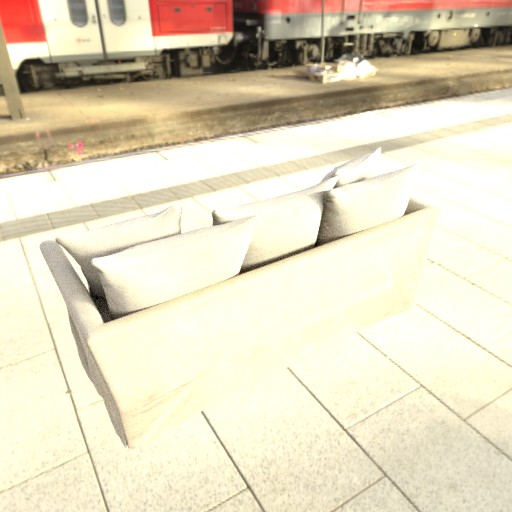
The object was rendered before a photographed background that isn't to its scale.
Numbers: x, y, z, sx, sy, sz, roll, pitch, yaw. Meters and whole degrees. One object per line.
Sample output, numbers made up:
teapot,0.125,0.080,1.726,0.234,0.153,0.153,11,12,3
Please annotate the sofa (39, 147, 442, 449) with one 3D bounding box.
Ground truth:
sofa,0.000,0.000,2.794,2.290,1.034,1.031,-19,36,-28
